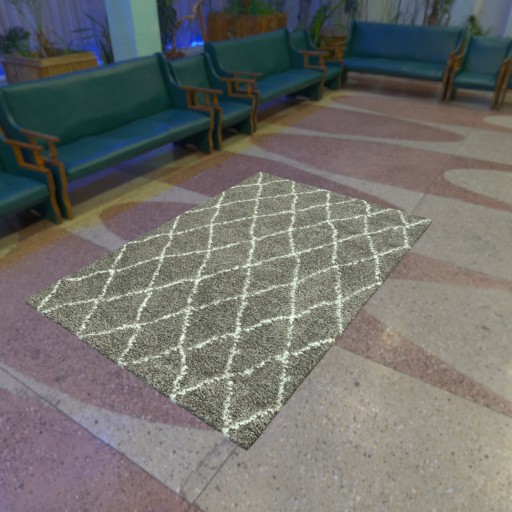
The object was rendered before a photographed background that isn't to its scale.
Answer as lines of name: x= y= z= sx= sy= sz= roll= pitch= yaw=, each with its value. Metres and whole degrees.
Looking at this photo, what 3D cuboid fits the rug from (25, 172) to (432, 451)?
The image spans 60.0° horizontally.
rug: x=0.000 y=0.000 z=2.239 sx=1.219 sy=0.030 sz=1.778 roll=22 pitch=39 yaw=29
